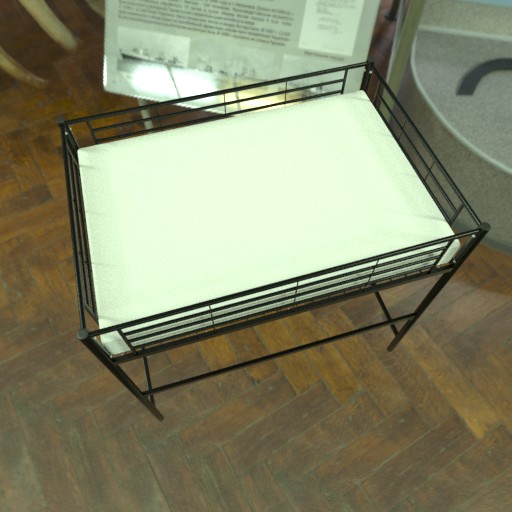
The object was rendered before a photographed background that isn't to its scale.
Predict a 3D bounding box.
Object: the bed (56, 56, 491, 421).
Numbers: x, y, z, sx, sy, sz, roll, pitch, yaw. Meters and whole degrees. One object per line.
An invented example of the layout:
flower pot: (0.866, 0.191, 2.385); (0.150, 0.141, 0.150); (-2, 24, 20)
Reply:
bed: (0.000, 0.000, 3.121); (1.994, 1.803, 1.397); (-14, 60, -8)
